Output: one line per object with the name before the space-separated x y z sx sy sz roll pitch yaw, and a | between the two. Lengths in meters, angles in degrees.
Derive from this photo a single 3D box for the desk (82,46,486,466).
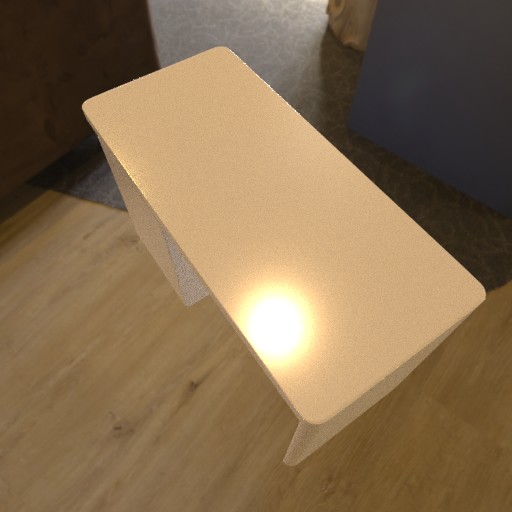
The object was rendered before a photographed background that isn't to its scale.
desk | 0.000 0.000 1.560 0.550 0.760 1.200 -31 63 -17
